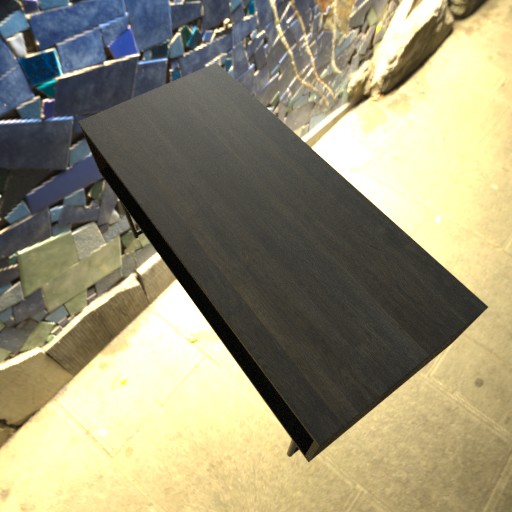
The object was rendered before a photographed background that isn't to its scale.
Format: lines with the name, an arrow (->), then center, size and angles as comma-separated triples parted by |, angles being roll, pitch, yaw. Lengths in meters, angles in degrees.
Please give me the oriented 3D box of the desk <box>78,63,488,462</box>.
desk -> 0.000, 0.000, 1.994 | 0.730, 0.780, 1.600 | -31, 63, -18
